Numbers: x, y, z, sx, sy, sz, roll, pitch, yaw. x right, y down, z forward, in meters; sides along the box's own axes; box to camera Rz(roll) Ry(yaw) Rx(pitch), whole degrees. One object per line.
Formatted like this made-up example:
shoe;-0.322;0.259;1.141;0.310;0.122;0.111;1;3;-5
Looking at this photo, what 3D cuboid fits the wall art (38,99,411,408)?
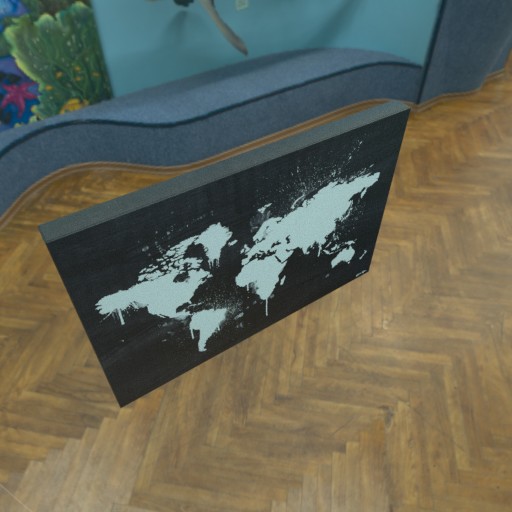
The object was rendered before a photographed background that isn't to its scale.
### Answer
wall art;0.000;0.000;0.786;0.610;0.409;0.038;-25;50;-23
